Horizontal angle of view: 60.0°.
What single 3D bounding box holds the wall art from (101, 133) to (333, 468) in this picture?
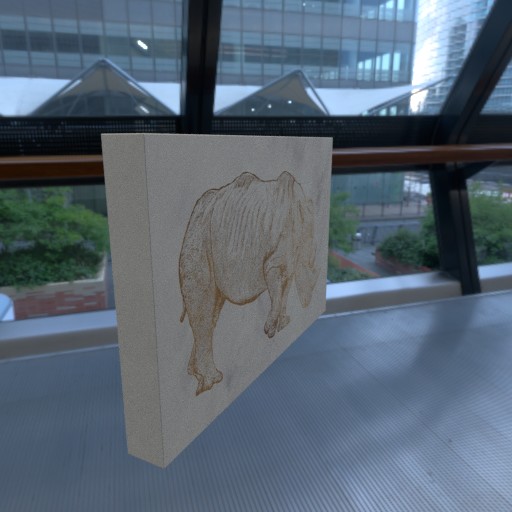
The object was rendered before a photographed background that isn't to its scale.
[{"bbox_3d":[0.000,0.000,0.488,0.038,0.254,0.381,8,16,27],"label":"wall art"}]
